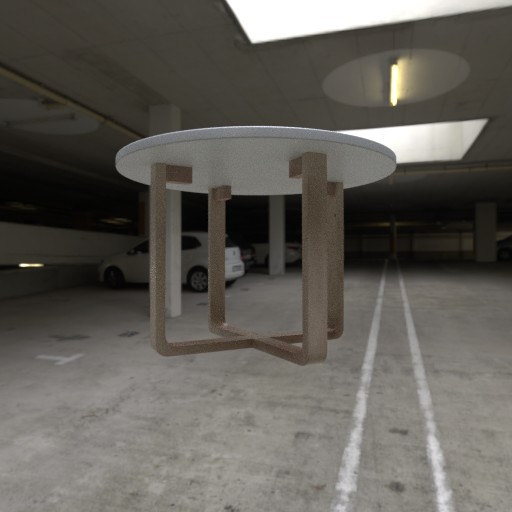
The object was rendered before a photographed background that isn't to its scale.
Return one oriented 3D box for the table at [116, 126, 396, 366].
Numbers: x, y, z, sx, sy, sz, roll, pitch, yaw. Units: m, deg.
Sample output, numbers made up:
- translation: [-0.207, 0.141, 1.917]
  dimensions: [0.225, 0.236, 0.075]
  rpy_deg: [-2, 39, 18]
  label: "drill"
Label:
- translation: [0.000, 0.000, 0.991]
  dimensions: [0.600, 0.400, 0.600]
  rpy_deg: [0, -1, 0]
  label: "table"
